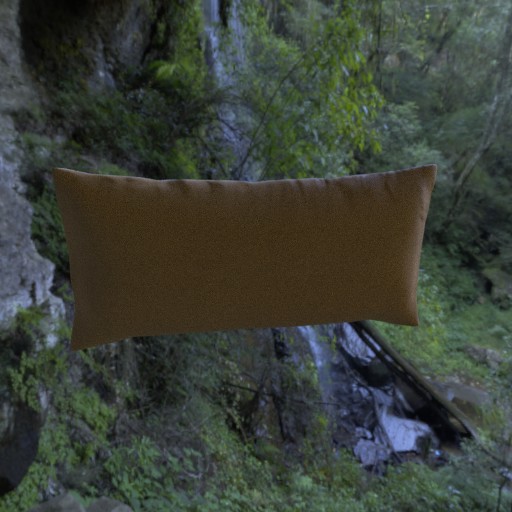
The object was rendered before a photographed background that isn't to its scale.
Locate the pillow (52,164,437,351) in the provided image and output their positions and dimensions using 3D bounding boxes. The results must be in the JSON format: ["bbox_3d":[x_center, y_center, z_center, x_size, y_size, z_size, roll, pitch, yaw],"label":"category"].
[{"bbox_3d":[0.000,0.000,0.729,0.608,0.291,0.151,-2,15,-9],"label":"pillow"}]
